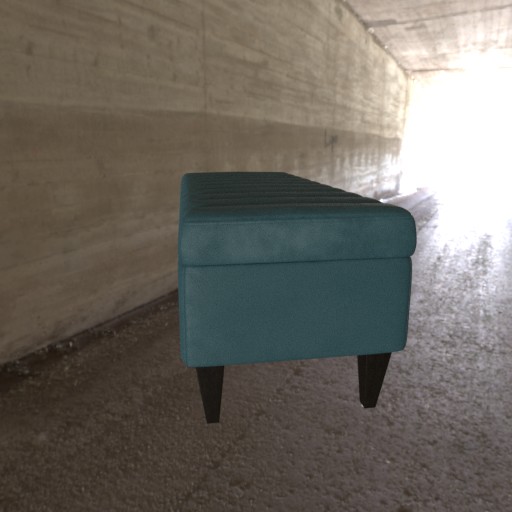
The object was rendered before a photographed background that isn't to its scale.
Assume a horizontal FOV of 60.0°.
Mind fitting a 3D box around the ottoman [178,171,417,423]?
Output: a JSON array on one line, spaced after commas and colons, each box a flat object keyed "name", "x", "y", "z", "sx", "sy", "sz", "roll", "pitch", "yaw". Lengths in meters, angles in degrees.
[{"name": "ottoman", "x": 0.000, "y": 0.000, "z": 1.429, "sx": 0.482, "sy": 0.469, "sz": 1.151, "roll": -2, "pitch": 15, "yaw": -9}]
